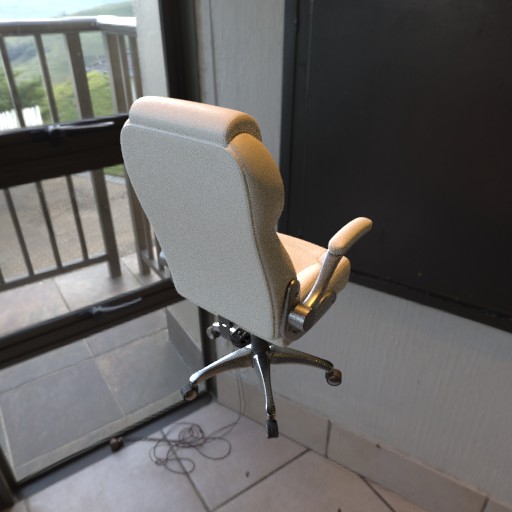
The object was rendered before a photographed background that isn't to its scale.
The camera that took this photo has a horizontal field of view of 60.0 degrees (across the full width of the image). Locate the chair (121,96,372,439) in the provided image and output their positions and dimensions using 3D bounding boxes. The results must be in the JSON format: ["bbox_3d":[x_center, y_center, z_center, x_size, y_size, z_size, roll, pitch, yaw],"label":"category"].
[{"bbox_3d":[0.000,0.000,1.825,0.755,1.330,0.806,21,37,32],"label":"chair"}]
